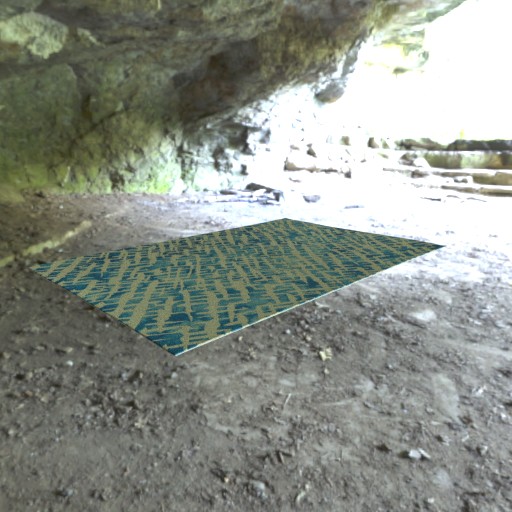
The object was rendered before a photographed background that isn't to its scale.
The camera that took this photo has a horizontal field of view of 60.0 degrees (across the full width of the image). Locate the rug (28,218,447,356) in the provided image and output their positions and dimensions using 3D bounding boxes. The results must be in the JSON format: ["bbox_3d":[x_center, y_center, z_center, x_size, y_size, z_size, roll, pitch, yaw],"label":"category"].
[{"bbox_3d":[0.000,0.000,2.293,1.830,0.011,1.209,-15,21,-42],"label":"rug"}]
